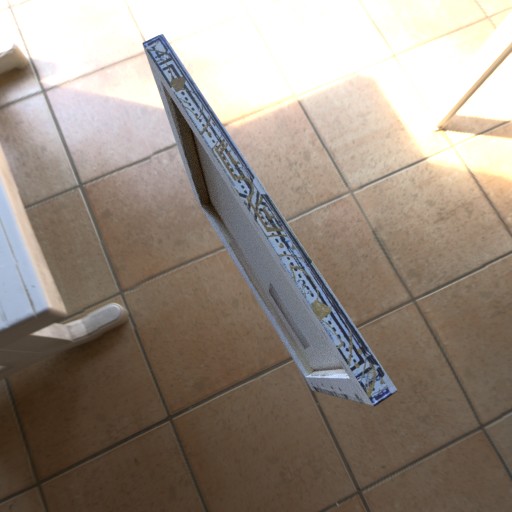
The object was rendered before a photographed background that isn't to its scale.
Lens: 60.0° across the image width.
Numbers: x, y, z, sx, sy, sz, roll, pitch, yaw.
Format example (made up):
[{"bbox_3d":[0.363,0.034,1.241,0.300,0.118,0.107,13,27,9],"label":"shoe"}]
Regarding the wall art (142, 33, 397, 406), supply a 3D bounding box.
[{"bbox_3d":[0.000,0.000,0.895,0.036,0.607,0.609,-30,77,-8],"label":"wall art"}]
